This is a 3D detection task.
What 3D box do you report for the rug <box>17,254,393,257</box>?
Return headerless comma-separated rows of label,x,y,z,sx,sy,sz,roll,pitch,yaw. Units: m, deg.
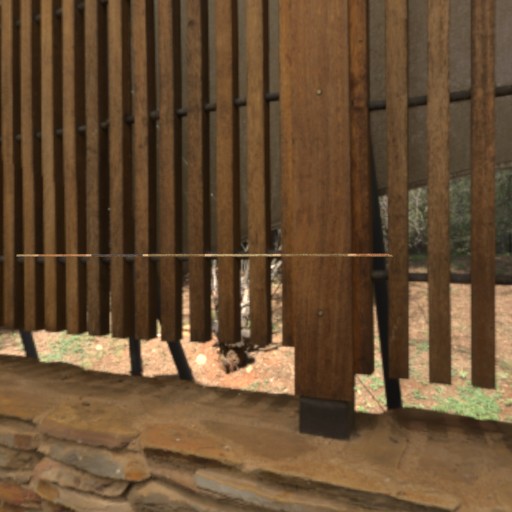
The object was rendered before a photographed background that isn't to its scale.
rug,0.000,0.000,4.172,2.439,0.013,3.200,0,0,18
